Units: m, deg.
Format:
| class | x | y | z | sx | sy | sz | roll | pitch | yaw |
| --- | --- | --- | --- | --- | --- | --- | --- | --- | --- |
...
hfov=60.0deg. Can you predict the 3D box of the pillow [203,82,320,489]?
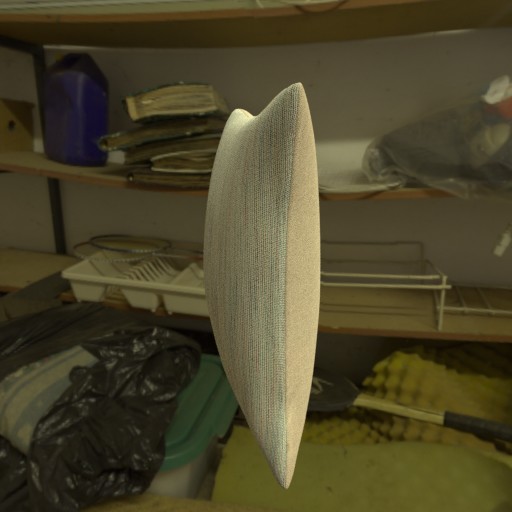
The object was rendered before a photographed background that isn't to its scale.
| class | x | y | z | sx | sy | sz | roll | pitch | yaw |
| --- | --- | --- | --- | --- | --- | --- | --- | --- | --- |
| pillow | 0.000 | 0.000 | 0.760 | 0.178 | 0.506 | 0.512 | -3 | 15 | -9 |
